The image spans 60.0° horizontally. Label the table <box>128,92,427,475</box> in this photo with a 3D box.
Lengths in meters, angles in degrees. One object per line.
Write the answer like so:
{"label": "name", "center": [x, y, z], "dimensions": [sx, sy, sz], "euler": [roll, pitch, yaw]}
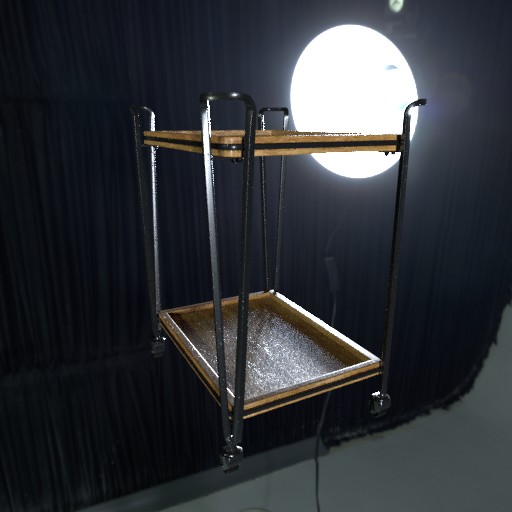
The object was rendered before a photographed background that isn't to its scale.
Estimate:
{"label": "table", "center": [0.000, 0.000, 1.200], "dimensions": [0.505, 0.785, 0.672], "euler": [-9, 19, -26]}
